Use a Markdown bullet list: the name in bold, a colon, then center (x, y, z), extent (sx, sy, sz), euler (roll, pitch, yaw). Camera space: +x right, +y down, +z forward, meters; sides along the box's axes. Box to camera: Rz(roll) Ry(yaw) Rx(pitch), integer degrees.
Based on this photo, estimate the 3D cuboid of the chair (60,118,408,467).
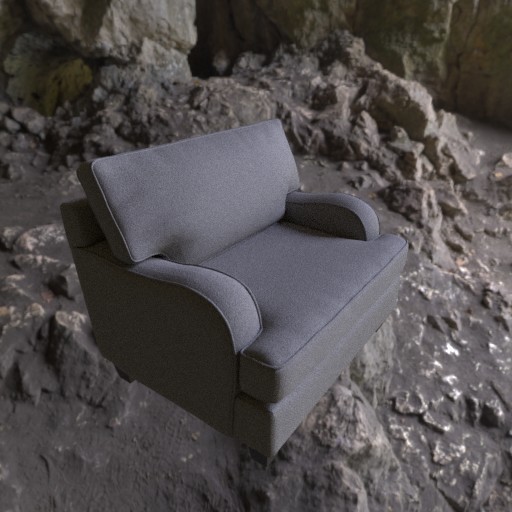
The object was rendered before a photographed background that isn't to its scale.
- **chair**: center (0.000, 0.000, 2.000), extent (1.040, 1.016, 1.220), euler (18, 31, 32)
